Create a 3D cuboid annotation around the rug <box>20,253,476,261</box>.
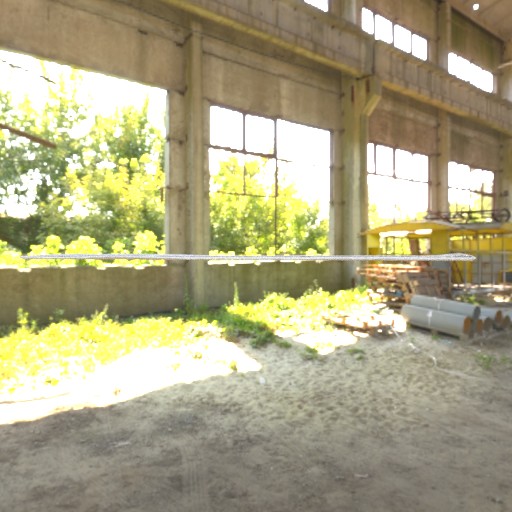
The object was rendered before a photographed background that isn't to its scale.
[{"bbox_3d":[0.000,0.000,2.958,2.447,0.036,1.537,0,0,18],"label":"rug"}]
